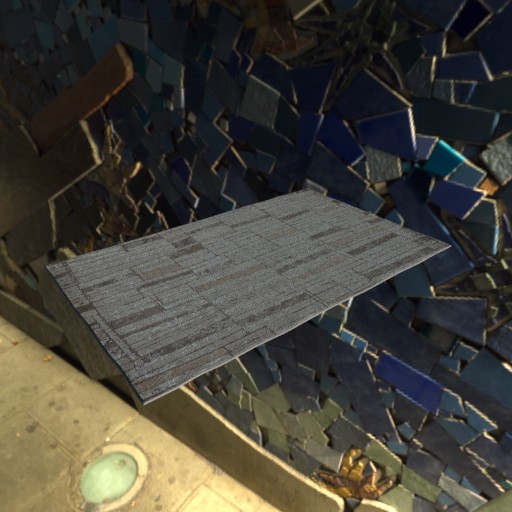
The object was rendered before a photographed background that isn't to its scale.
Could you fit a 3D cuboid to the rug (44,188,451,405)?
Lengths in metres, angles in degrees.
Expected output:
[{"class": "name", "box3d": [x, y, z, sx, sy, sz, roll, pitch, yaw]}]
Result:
[{"class": "rug", "box3d": [0.000, 0.000, 3.111, 2.444, 0.023, 1.531, -21, 35, -33]}]
